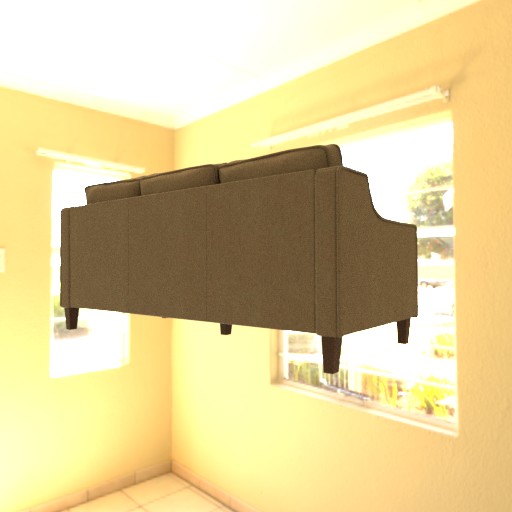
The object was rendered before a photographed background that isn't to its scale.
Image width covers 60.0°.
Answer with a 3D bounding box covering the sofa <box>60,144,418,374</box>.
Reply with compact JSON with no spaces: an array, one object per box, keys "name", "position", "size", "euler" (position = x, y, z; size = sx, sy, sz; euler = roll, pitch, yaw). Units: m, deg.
[{"name":"sofa","position":[0.000,0.000,3.302],"size":[2.317,1.081,1.858],"euler":[-1,-2,38]}]
